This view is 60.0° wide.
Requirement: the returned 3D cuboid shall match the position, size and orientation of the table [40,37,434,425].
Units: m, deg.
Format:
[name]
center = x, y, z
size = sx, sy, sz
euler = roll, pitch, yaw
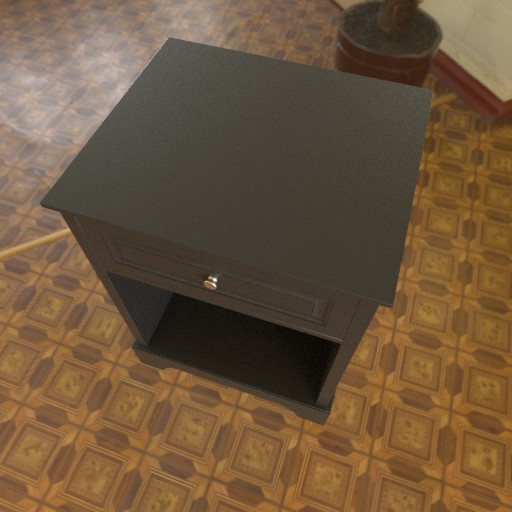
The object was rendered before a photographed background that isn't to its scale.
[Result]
[table]
center = 0.000, 0.000, 0.893
size = 0.460, 0.610, 0.399
euler = 16, 59, 10
